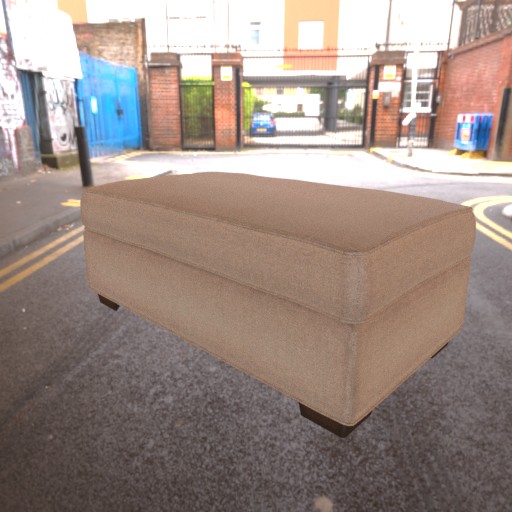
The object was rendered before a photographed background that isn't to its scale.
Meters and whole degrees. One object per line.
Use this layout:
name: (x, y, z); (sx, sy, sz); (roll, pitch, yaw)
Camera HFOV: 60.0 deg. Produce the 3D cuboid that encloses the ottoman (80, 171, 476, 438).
ottoman: (0.000, 0.000, 1.386); (1.097, 0.448, 0.617); (16, 24, 41)
